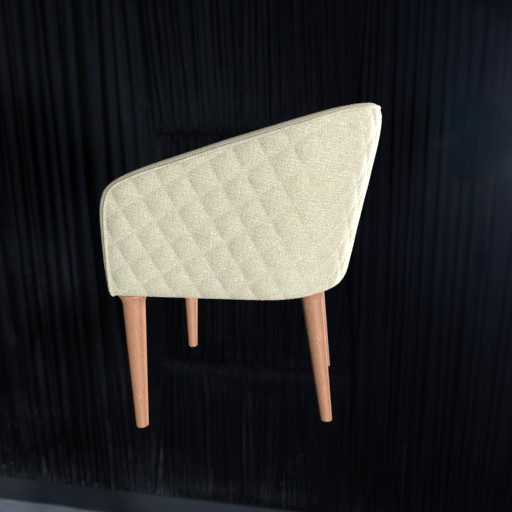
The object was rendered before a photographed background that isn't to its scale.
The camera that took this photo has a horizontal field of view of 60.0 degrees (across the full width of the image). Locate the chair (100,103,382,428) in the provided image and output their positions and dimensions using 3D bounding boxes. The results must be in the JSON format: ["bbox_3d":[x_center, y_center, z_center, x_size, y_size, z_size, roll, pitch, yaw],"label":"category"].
[{"bbox_3d":[0.000,0.000,1.214,0.616,0.775,0.584,2,14,8],"label":"chair"}]
